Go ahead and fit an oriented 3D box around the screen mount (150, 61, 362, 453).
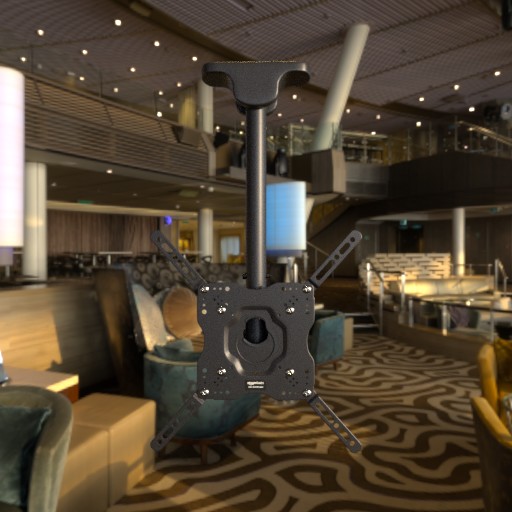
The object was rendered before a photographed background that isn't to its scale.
[{"bbox_3d":[0.000,0.000,0.866,0.393,0.729,0.090,0,0,1],"label":"screen mount"}]
